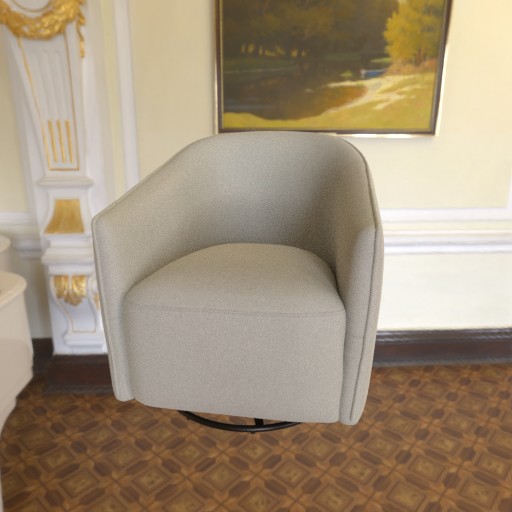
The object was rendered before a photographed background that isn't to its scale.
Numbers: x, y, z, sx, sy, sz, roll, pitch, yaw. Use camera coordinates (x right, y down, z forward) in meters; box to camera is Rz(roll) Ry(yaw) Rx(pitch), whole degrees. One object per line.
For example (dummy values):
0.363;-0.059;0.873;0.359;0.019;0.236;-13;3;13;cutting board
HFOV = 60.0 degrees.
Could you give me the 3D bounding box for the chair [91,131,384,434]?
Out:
0.000;0.000;1.460;0.747;0.799;0.875;3;16;9;chair
